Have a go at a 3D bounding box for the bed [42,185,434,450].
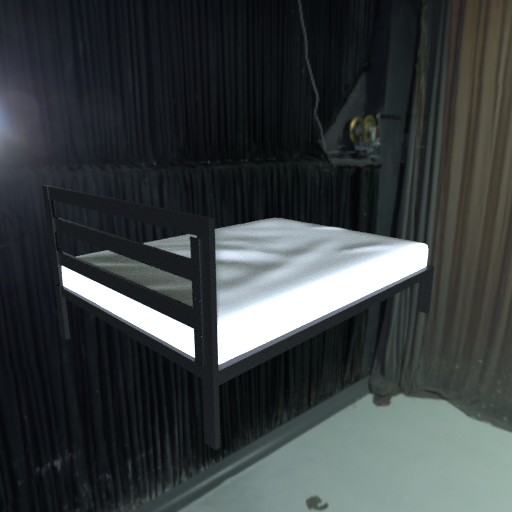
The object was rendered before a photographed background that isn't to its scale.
[{"bbox_3d":[0.000,0.000,2.914,1.524,0.967,2.062,15,21,42],"label":"bed"}]
